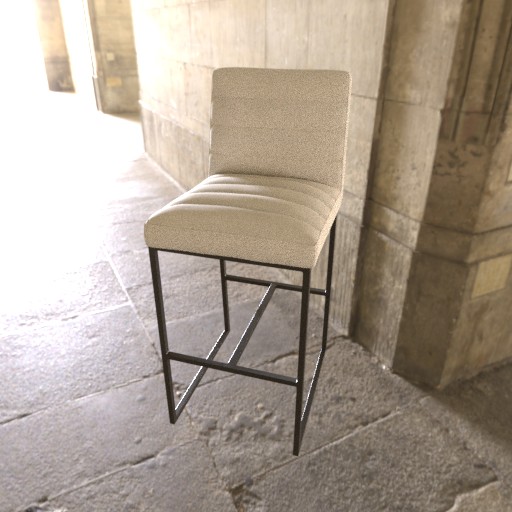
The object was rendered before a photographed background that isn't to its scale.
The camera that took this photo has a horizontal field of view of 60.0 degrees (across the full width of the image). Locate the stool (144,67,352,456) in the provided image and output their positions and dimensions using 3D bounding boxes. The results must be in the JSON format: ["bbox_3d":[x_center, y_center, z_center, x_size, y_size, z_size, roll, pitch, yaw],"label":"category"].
[{"bbox_3d":[0.000,0.000,1.402,0.464,1.061,0.573,8,28,15],"label":"stool"}]
